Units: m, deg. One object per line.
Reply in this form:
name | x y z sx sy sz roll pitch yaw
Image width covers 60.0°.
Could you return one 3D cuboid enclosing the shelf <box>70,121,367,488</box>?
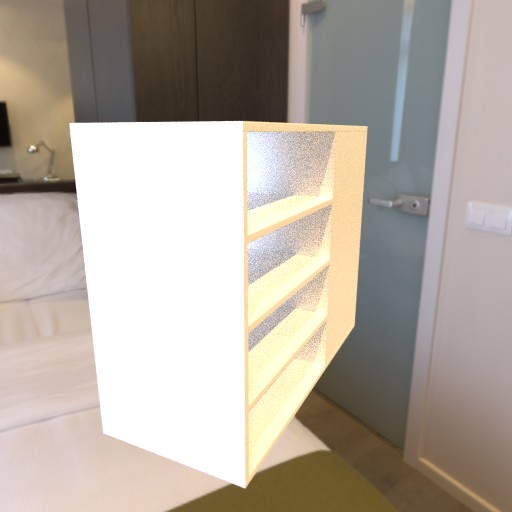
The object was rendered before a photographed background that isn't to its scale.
shelf | 0.000 0.000 1.294 0.396 0.732 0.895 8 17 25
